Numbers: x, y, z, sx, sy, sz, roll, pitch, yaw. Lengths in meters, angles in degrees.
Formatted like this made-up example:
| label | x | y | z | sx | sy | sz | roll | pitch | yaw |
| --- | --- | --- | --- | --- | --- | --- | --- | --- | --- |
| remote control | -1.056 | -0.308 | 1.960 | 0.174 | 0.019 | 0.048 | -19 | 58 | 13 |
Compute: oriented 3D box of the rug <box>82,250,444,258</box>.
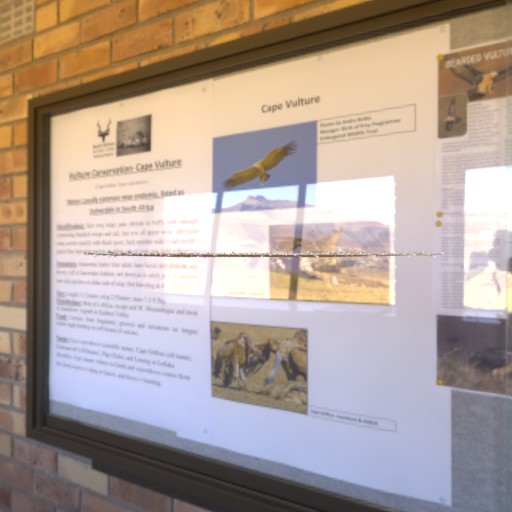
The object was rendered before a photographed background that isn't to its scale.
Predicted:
| label | x | y | z | sx | sy | sz | roll | pitch | yaw |
| --- | --- | --- | --- | --- | --- | --- | --- | --- | --- |
| rug | 0.000 | 0.000 | 2.483 | 1.224 | 0.027 | 2.021 | 0 | 0 | -2 |
